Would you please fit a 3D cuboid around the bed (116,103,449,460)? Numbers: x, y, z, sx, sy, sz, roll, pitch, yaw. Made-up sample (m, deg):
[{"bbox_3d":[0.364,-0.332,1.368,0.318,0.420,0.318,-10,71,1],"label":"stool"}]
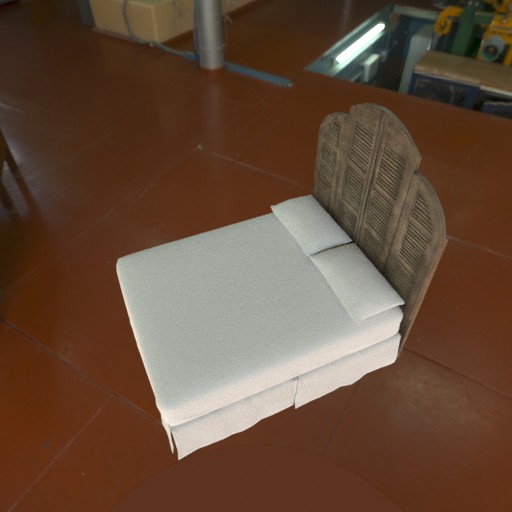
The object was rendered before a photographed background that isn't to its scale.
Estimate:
[{"bbox_3d":[0.000,0.000,3.501,2.138,2.019,1.713,-18,48,-17],"label":"bed"}]
